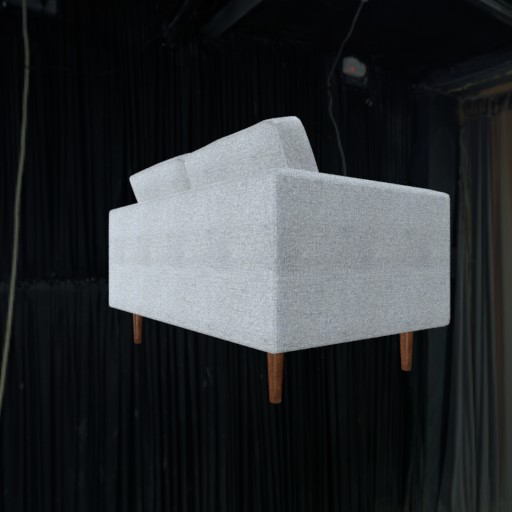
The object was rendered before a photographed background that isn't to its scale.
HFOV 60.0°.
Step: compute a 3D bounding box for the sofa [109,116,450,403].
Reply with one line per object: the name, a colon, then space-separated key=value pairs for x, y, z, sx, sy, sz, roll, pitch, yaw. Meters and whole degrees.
sofa: x=0.000 y=0.000 z=2.186 sx=0.969 sy=0.973 sz=1.527 roll=0 pitch=0 yaw=-36
